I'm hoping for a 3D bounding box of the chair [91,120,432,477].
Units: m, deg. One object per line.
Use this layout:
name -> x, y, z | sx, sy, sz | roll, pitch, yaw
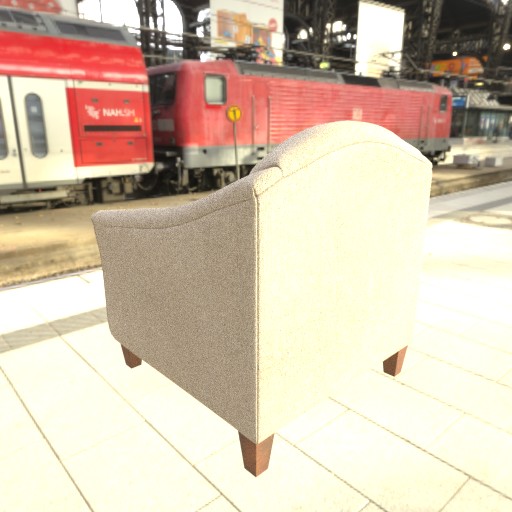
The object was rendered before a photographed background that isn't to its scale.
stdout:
chair -> 0.000, 0.000, 1.444 | 0.763, 0.839, 0.787 | -15, 22, -41
